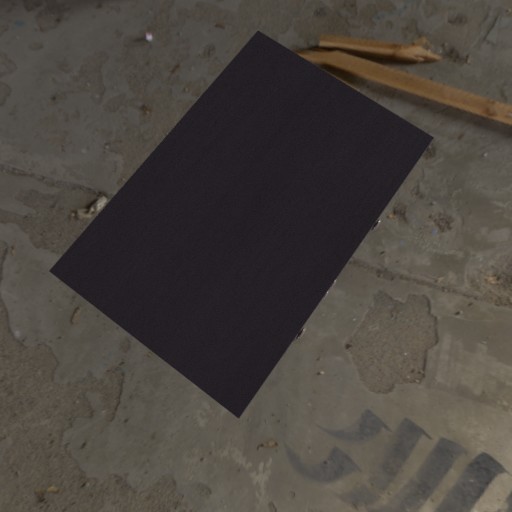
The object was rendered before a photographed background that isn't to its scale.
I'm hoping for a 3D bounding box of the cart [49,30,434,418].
[{"bbox_3d":[0.000,0.000,1.280,0.449,0.878,0.690,35,78,9],"label":"cart"}]
